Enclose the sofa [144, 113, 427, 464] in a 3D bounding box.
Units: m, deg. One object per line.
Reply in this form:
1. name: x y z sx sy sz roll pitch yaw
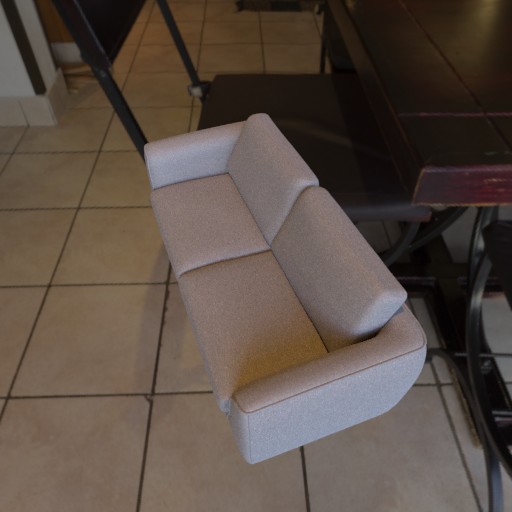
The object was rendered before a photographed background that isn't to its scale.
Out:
1. sofa: 0.000 0.000 2.543 0.920 0.870 2.000 -15 48 -14
